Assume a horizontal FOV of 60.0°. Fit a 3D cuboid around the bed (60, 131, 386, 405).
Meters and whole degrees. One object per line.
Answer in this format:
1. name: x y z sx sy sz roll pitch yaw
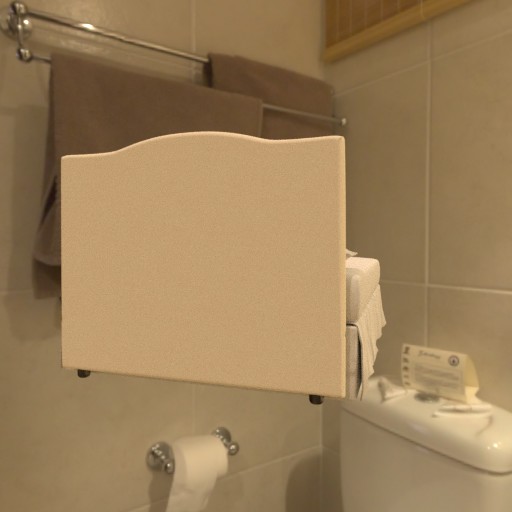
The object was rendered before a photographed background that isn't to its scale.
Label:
1. bed: 0.000 0.000 3.609 1.977 1.437 2.477 1 2 18
